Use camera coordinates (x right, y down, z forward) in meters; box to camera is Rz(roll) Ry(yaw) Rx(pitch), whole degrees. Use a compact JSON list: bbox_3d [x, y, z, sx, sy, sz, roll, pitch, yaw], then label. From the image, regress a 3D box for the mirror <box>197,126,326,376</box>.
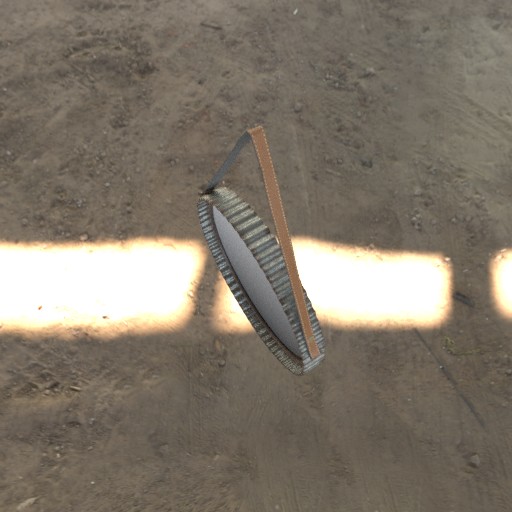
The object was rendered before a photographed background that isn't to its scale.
[{"bbox_3d":[0.000,0.000,0.694,0.042,0.568,0.355,-30,67,-14],"label":"mirror"}]
